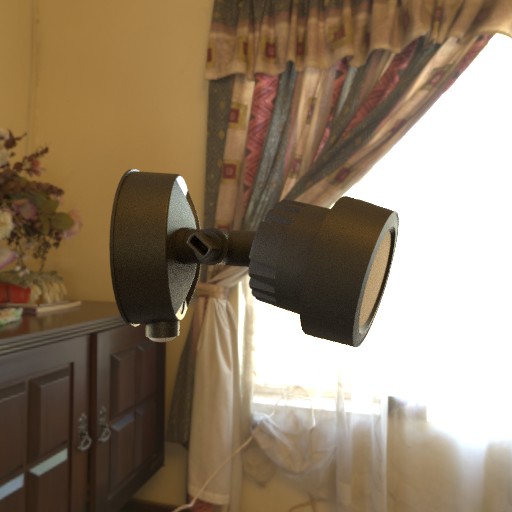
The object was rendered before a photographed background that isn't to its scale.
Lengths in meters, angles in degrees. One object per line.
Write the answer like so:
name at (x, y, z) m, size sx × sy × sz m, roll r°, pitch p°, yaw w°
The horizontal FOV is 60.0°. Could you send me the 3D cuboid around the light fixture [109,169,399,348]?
light fixture at (0.000, 0.000, 0.309) m, size 0.168 × 0.120 × 0.213 m, roll 0°, pitch 0°, yaw 1°
